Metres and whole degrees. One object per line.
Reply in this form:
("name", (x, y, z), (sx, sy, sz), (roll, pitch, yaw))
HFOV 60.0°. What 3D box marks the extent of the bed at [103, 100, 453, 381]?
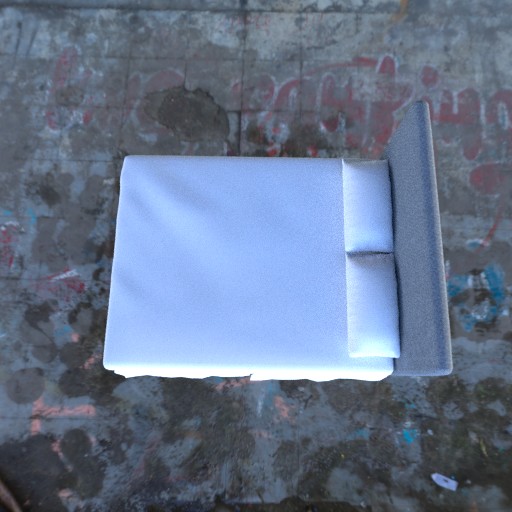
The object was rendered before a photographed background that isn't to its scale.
("bed", (0.000, 0.000, 3.153), (2.142, 1.330, 1.723), (1, 75, 0))
